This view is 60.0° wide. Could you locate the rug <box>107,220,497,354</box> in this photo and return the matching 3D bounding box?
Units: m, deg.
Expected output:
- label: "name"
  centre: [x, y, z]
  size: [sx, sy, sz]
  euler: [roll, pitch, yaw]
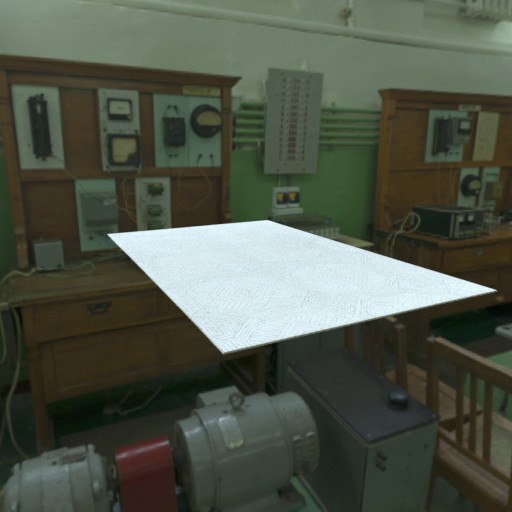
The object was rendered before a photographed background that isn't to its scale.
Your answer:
- label: "rug"
  centre: [0.000, 0.000, 2.976]
  size: [1.524, 0.008, 2.440]
  euler: [-7, 16, -26]
